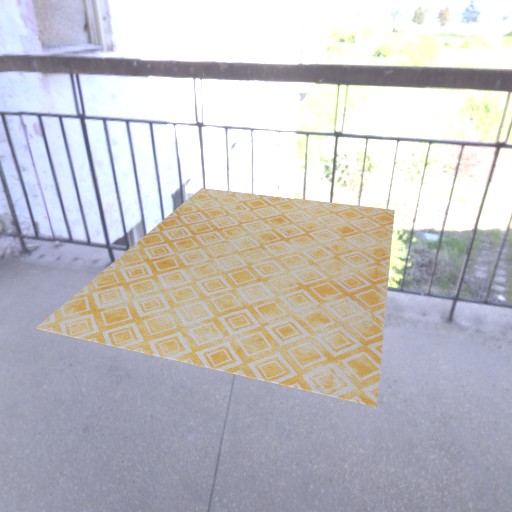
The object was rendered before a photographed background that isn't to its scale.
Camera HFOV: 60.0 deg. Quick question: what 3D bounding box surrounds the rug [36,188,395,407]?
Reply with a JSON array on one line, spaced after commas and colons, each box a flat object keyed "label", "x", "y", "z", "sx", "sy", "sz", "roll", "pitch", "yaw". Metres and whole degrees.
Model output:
[{"label": "rug", "x": 0.000, "y": 0.000, "z": 4.185, "sx": 2.433, "sy": 0.011, "sz": 3.037, "roll": 9, "pitch": 30, "yaw": 15}]
